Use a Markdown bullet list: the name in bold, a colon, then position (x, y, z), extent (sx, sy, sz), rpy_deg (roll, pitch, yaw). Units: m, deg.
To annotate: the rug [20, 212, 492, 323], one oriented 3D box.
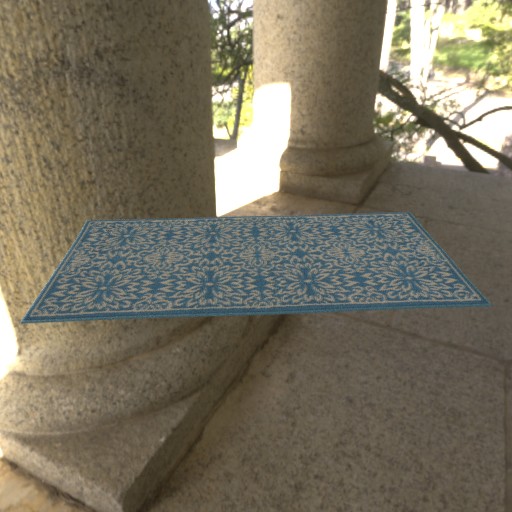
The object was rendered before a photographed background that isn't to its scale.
- **rug**: position (0.000, 0.000, 1.402), extent (1.219, 0.007, 0.604), rpy_deg (-2, 30, -3)
